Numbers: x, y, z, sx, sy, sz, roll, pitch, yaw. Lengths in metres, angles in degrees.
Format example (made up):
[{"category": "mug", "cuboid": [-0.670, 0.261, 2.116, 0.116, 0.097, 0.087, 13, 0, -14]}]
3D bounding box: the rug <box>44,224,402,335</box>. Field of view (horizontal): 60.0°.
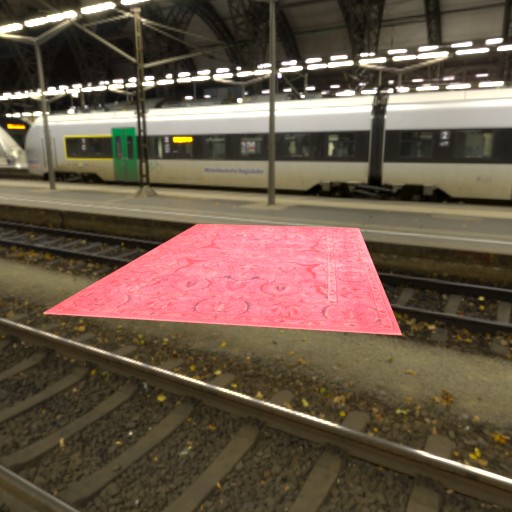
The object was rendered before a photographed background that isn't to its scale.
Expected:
[{"category": "rug", "cuboid": [0.000, 0.000, 3.015, 1.534, 0.010, 2.423, 2, 14, 9]}]
